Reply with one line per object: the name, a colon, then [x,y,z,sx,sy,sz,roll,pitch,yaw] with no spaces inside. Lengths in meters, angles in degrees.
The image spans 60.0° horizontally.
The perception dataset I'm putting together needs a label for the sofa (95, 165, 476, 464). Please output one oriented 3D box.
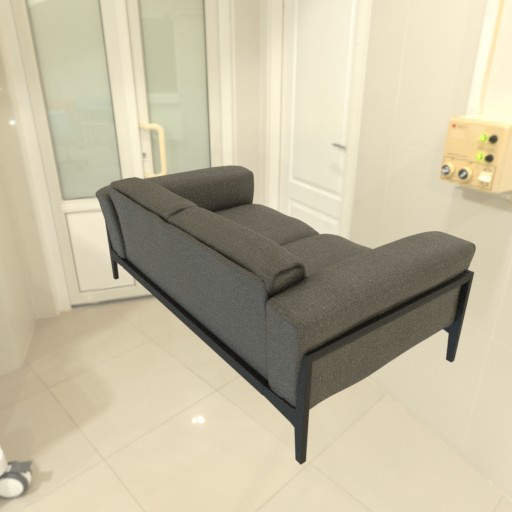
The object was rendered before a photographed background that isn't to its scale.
sofa: [0.000,0.000,2.160,0.960,0.656,1.690,-17,29,-33]
